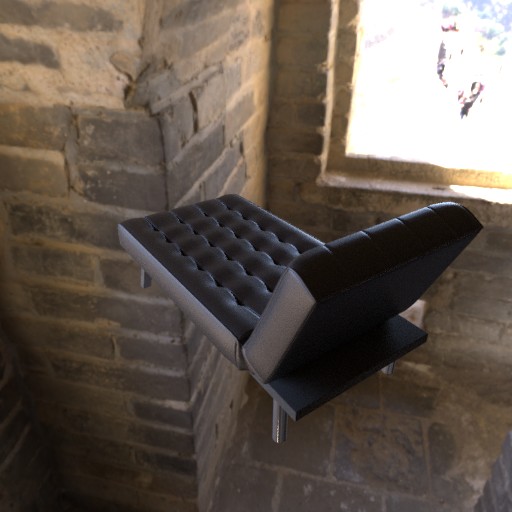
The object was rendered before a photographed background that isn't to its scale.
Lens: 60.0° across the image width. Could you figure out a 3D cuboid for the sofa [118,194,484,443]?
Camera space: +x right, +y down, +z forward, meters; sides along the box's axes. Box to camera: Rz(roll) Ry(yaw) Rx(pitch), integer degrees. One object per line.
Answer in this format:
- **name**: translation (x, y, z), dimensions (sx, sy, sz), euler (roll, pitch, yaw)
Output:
- **sofa**: translation (0.000, 0.000, 1.994), dimensions (0.760, 0.820, 1.560), euler (-19, 35, -30)
